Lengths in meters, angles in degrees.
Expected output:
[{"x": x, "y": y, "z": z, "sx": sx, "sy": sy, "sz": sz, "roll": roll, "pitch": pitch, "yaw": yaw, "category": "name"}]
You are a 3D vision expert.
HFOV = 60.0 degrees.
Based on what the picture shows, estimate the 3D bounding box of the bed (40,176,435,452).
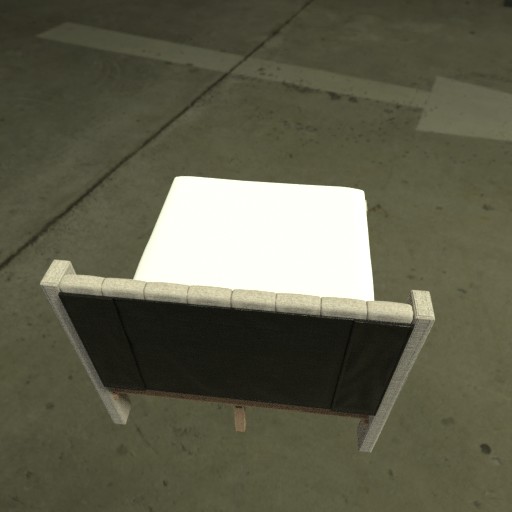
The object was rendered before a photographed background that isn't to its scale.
[{"x": 0.000, "y": 0.000, "z": 3.683, "sx": 2.044, "sy": 1.748, "sz": 2.372, "roll": 5, "pitch": 46, "yaw": 5, "category": "bed"}]
